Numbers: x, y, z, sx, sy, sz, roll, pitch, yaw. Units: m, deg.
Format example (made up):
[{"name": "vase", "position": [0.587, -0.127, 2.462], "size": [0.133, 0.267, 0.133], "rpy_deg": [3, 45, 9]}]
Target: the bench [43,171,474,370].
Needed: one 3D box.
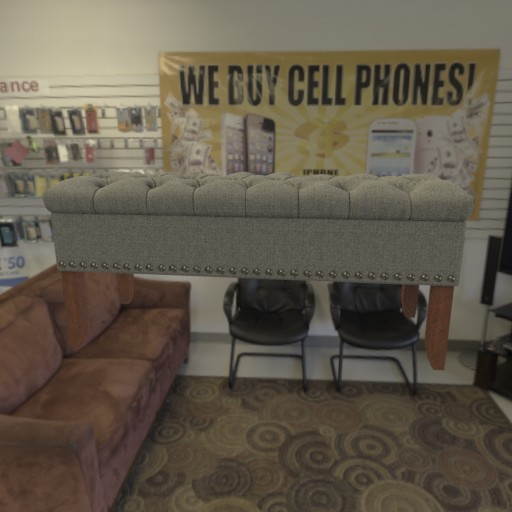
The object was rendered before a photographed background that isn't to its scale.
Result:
[{"name": "bench", "position": [0.000, 0.000, 1.308], "size": [1.052, 0.470, 0.417], "rpy_deg": [2, 15, 7]}]
